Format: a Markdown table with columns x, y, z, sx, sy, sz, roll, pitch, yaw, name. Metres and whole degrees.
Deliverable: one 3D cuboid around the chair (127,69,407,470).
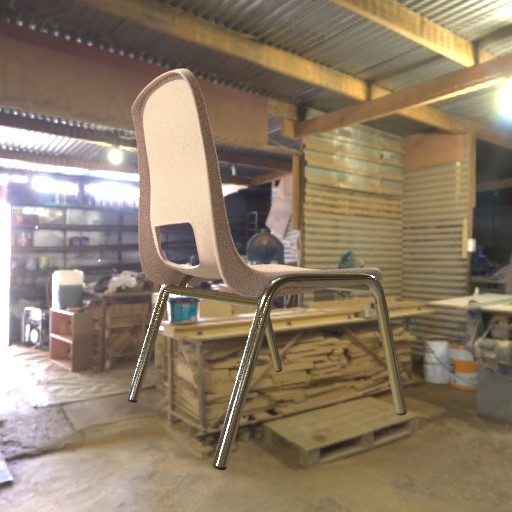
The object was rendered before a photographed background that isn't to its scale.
| x | y | z | sx | sy | sz | roll | pitch | yaw | name |
| --- | --- | --- | --- | --- | --- | --- | --- | --- | --- |
| 0.000 | 0.000 | 0.780 | 0.385 | 0.537 | 0.354 | 0 | 0 | -36 | chair |
